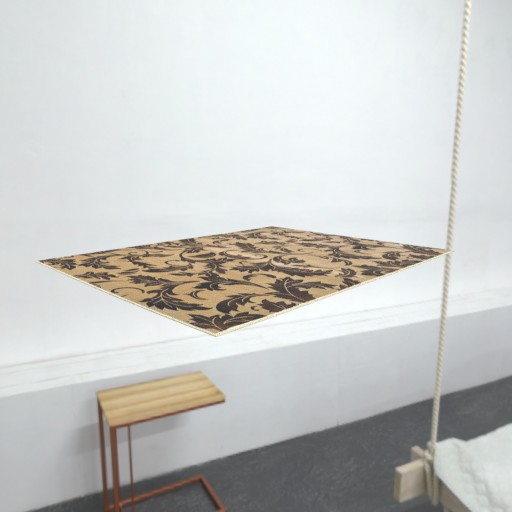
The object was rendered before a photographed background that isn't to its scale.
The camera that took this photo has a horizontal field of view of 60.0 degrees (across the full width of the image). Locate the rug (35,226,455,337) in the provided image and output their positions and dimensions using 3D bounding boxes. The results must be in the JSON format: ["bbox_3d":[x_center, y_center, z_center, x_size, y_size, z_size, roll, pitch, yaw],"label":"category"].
[{"bbox_3d":[0.000,0.000,3.963,2.380,0.008,2.977,11,16,43],"label":"rug"}]
